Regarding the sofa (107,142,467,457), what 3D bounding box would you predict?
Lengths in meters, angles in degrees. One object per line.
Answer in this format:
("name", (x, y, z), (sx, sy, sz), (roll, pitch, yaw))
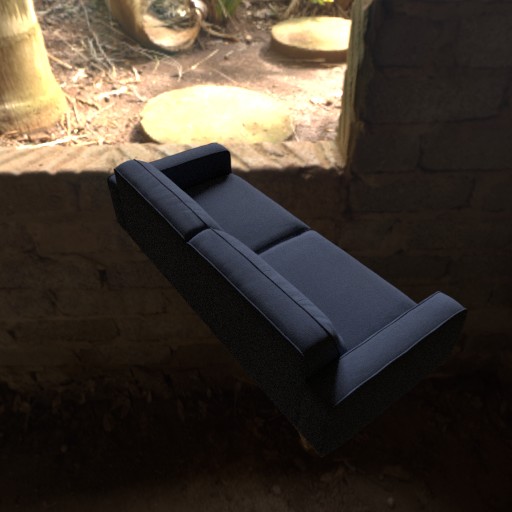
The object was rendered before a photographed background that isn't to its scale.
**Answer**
("sofa", (0.000, 0.000, 2.735), (0.953, 0.782, 2.270), (-26, 47, -27))
